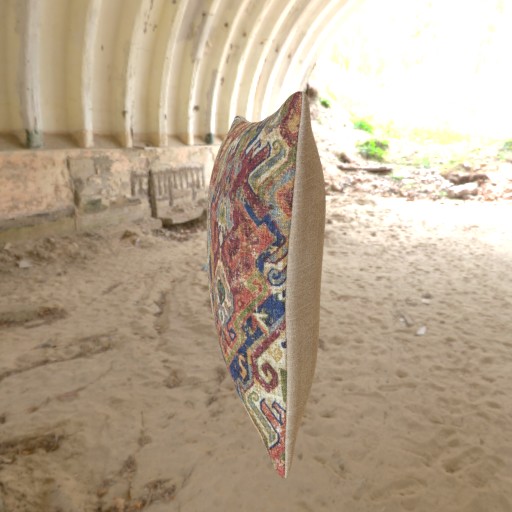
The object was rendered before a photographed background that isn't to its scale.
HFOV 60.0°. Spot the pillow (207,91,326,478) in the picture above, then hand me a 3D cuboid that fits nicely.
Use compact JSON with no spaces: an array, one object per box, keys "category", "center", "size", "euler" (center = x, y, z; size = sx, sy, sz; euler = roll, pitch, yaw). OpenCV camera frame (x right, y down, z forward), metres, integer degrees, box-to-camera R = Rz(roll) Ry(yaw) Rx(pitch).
[{"category":"pillow","center":[0.000,0.000,0.793],"size":[0.166,0.506,0.523],"euler":[-3,15,-10]}]
